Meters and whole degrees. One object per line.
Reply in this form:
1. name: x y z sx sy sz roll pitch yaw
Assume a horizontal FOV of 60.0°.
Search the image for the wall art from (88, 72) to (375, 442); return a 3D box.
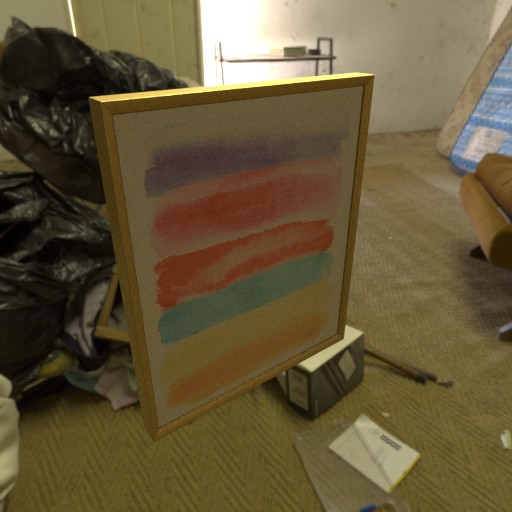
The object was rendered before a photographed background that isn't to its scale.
1. wall art: 0.000 0.000 0.881 0.537 0.642 0.048 -19 34 -32
